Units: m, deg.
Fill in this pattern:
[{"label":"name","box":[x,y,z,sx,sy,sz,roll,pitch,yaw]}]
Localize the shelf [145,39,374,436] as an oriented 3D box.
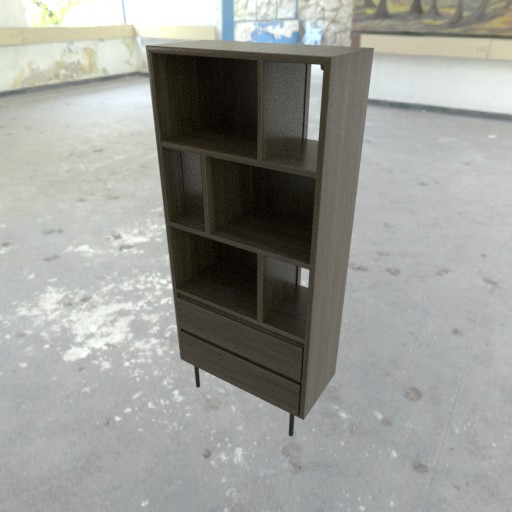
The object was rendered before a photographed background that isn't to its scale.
[{"label":"shelf","box":[0.000,0.000,1.803,0.670,1.545,0.323,18,34,28]}]
